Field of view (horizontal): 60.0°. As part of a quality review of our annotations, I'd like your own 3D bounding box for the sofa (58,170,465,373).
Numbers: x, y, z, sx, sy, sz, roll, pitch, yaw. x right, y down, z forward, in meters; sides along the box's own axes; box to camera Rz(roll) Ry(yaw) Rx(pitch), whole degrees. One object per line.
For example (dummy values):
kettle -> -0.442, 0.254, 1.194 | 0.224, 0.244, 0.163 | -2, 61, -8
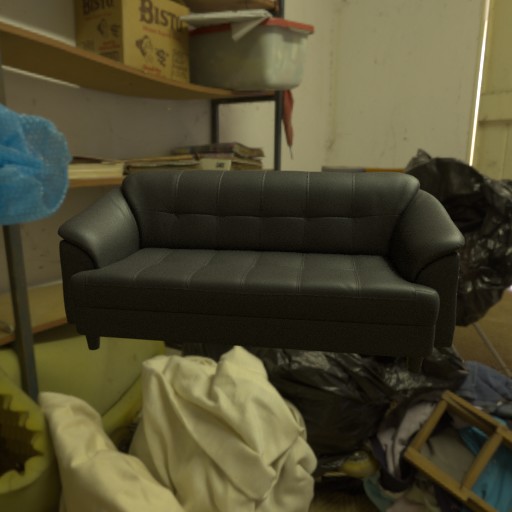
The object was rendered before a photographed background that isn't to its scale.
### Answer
sofa -> 0.000, 0.000, 2.215 | 1.829, 0.811, 0.800 | 2, 13, 9
